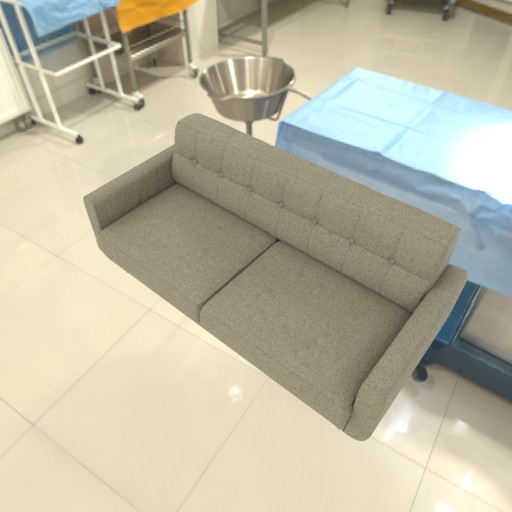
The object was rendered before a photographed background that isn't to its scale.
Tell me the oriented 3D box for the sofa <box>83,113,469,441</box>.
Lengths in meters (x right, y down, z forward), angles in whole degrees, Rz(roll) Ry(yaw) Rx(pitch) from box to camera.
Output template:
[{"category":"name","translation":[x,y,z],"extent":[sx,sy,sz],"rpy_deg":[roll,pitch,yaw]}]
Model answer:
[{"category":"sofa","translation":[0.000,0.000,2.576],"extent":[2.055,0.873,0.968],"rpy_deg":[31,53,27]}]
